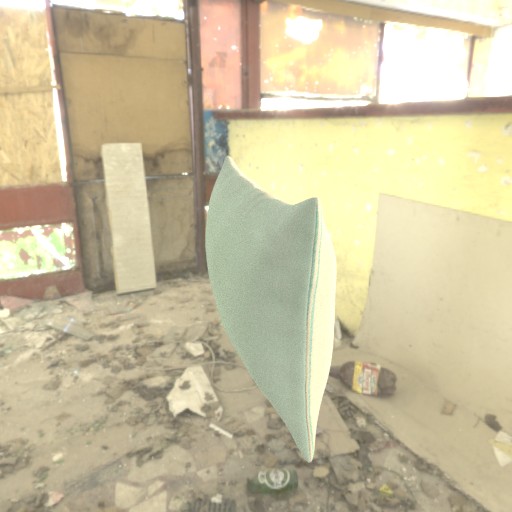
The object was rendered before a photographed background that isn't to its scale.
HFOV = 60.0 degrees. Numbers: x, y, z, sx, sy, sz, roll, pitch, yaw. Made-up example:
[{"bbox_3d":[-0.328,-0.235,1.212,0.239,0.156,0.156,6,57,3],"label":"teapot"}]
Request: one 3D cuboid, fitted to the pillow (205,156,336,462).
[{"bbox_3d":[0.000,0.000,0.721,0.151,0.287,0.610,-3,17,-11],"label":"pillow"}]
